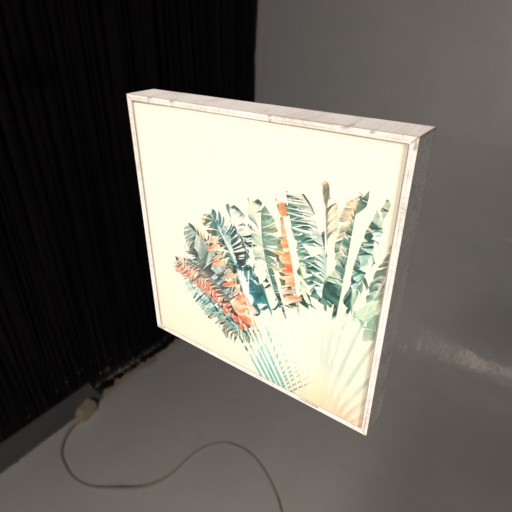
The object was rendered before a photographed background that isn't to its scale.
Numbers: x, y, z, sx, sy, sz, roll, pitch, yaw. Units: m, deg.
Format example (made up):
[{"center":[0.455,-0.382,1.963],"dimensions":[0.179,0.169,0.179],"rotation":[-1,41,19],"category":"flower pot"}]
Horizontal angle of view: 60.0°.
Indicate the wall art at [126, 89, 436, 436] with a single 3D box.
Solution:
[{"center":[0.000,0.000,0.469],"dimensions":[0.305,0.303,0.038],"rotation":[19,35,31],"category":"wall art"}]
